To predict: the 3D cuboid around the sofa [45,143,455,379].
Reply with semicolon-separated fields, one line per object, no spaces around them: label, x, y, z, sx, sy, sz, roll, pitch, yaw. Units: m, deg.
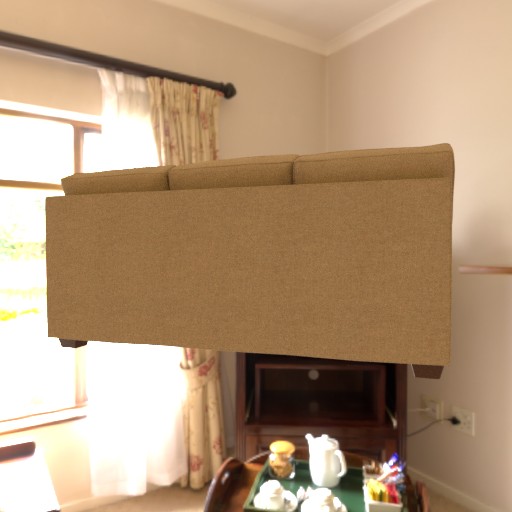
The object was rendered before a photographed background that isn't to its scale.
sofa;0.000;0.000;2.647;2.092;1.036;1.127;0;0;17
